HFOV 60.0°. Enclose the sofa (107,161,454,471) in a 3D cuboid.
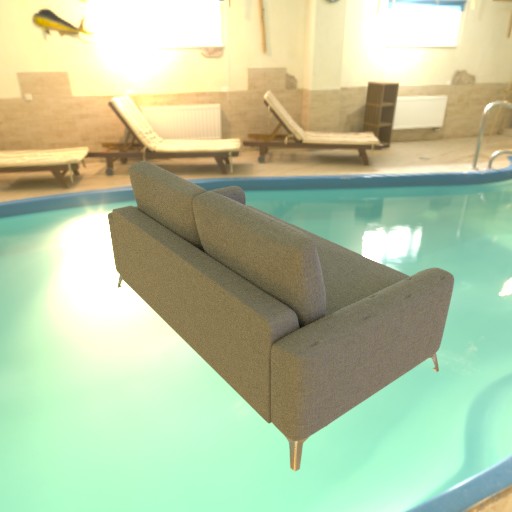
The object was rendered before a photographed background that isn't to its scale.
[{"bbox_3d":[0.000,0.000,2.208,0.920,0.790,1.650,-18,31,-33],"label":"sofa"}]
